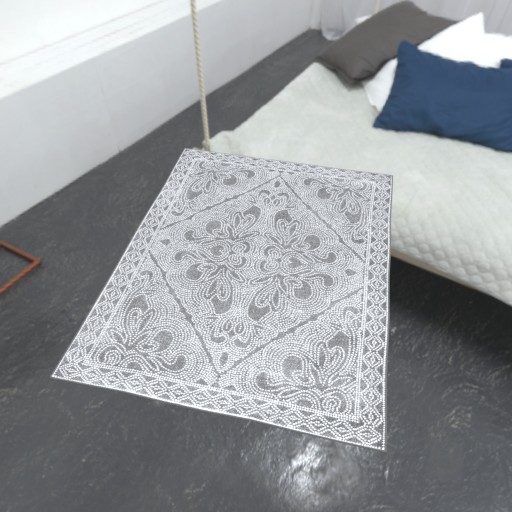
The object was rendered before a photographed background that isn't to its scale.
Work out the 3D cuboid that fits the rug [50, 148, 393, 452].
[{"bbox_3d":[0.000,0.000,4.060,2.438,0.012,3.048,10,48,9],"label":"rug"}]
